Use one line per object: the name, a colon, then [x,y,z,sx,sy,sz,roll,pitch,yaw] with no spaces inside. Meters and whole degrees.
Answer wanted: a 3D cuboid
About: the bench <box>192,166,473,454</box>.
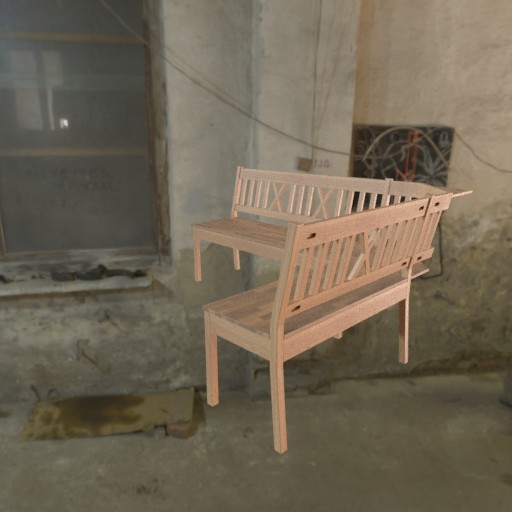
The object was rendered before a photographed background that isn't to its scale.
bench: [0.000,0.000,2.720,1.537,0.902,1.937,-15,21,-42]
